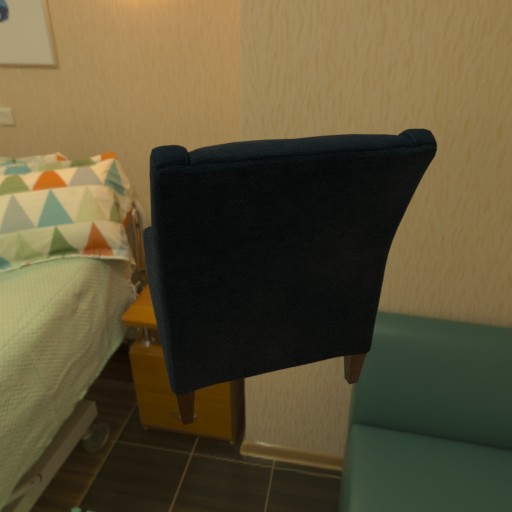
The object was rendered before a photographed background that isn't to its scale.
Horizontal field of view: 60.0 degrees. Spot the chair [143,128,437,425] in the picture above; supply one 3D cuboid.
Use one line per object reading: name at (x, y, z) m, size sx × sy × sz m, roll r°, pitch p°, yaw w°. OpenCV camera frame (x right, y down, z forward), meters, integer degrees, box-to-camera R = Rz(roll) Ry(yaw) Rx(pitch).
chair at (0.000, 0.000, 1.646) m, size 0.774 × 1.014 × 0.870 m, roll -8°, pitch 27°, yaw -16°
